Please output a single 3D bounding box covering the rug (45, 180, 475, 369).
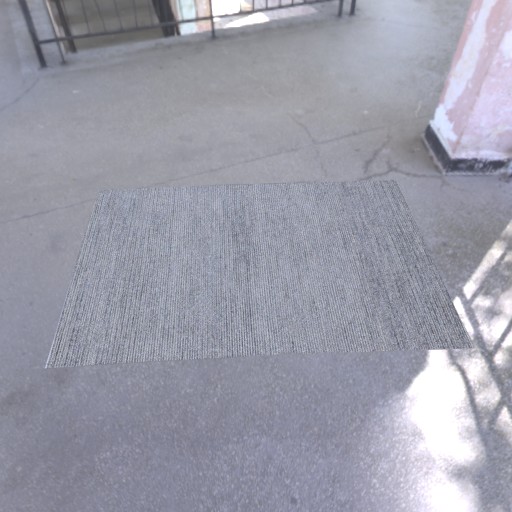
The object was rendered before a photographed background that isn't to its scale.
[{"bbox_3d":[0.000,0.000,2.228,1.789,0.021,1.159,-2,47,-2],"label":"rug"}]
